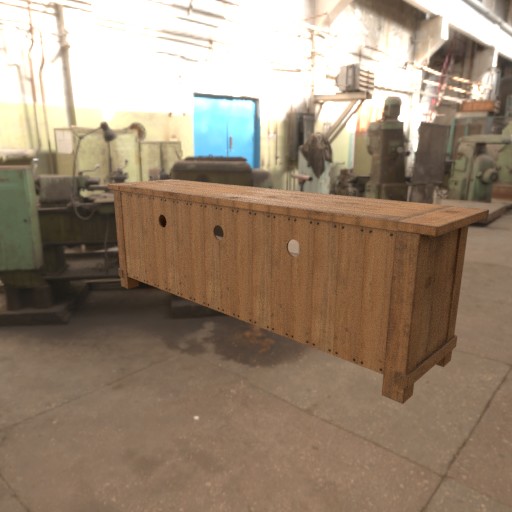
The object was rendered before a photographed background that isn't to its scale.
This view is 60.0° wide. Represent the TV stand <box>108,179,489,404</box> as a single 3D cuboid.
[{"bbox_3d":[0.000,0.000,2.040,1.804,0.573,0.453,13,20,42],"label":"TV stand"}]
